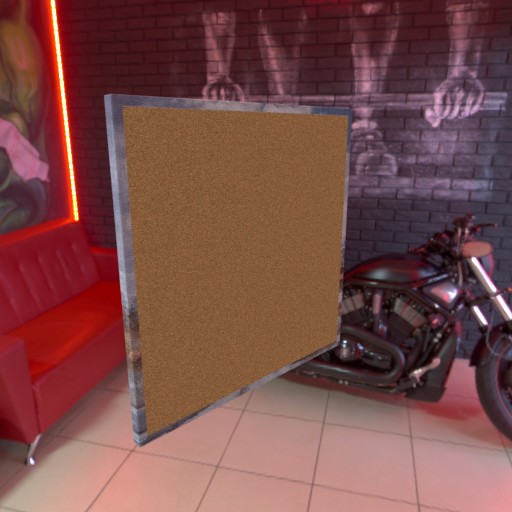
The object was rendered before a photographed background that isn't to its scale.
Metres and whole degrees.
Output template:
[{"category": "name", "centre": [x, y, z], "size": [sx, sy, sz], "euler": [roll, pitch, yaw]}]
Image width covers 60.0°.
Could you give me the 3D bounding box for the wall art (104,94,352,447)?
[{"category": "wall art", "centre": [0.000, 0.000, 1.564], "size": [1.010, 1.020, 0.040], "euler": [-14, 21, -41]}]
